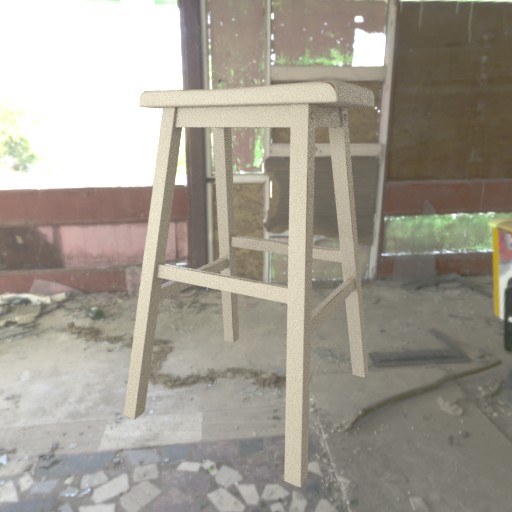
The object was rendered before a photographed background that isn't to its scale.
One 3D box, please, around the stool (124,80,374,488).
[{"bbox_3d":[0.000,0.000,1.047,0.457,0.737,0.476,9,18,28],"label":"stool"}]
